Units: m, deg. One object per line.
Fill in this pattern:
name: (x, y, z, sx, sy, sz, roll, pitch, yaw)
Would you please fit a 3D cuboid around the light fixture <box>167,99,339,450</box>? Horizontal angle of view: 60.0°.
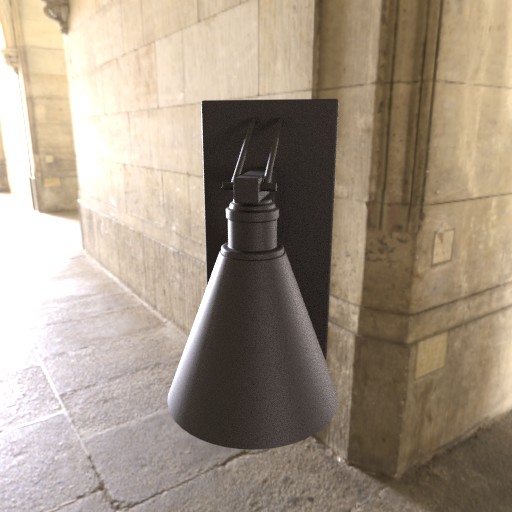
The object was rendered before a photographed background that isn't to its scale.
light fixture: (0.000, 0.000, 0.430, 0.170, 0.298, 0.207, 3, 16, 9)
